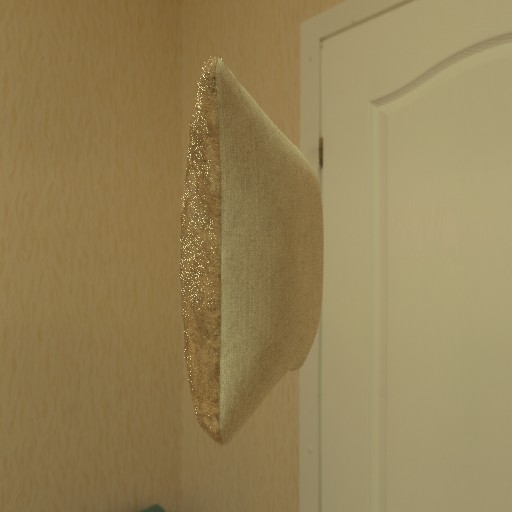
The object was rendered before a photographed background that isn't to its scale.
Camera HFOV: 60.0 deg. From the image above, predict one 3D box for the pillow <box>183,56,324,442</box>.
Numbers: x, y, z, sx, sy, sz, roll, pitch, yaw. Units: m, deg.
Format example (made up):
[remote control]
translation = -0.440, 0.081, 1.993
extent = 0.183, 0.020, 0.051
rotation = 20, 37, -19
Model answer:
[pillow]
translation = 0.000, 0.000, 0.819
extent = 0.216, 0.525, 0.538
rotation = 0, 0, 18
